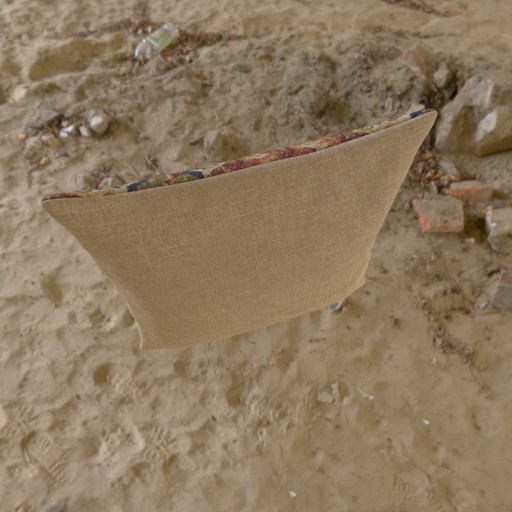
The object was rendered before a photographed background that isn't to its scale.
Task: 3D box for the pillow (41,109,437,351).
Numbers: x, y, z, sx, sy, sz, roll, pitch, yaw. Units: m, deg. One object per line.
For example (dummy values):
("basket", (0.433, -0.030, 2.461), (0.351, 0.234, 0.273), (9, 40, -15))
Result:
("pillow", (0.000, 0.000, 0.766), (0.523, 0.506, 0.166), (-15, 59, -9))
